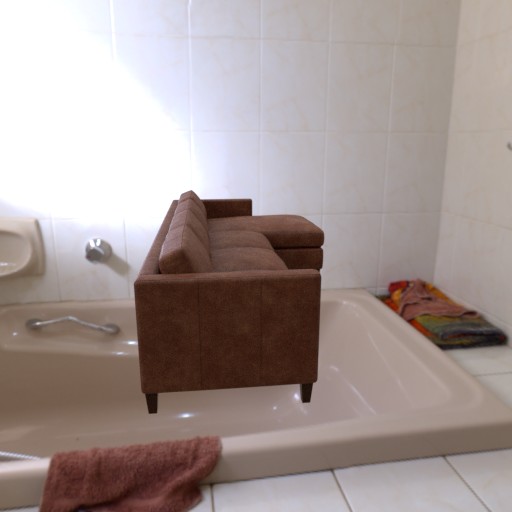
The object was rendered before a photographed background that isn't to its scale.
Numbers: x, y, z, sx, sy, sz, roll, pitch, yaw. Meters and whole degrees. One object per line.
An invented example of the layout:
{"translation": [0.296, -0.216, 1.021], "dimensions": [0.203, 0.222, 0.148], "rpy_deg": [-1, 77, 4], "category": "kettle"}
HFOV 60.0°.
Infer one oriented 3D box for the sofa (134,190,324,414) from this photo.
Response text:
{"translation": [0.000, 0.000, 3.825], "dimensions": [1.581, 0.883, 3.203], "rpy_deg": [-2, 14, -7], "category": "sofa"}
